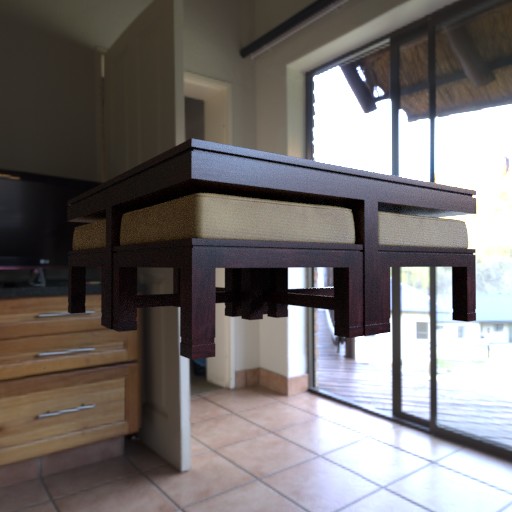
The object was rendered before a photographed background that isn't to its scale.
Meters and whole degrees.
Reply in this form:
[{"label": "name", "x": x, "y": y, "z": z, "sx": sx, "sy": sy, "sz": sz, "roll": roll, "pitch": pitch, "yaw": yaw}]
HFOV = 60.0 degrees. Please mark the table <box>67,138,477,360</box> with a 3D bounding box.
[{"label": "table", "x": 0.000, "y": 0.000, "z": 1.311, "sx": 0.865, "sy": 0.356, "sz": 0.865, "roll": 1, "pitch": -1, "yaw": -35}]
